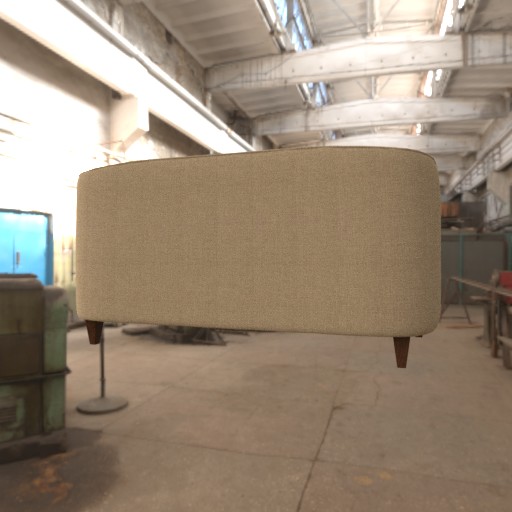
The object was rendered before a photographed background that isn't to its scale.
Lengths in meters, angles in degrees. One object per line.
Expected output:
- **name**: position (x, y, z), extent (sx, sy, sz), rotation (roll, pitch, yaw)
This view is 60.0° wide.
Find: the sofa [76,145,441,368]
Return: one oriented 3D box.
- **sofa**: position (0.000, 0.000, 2.263), extent (1.733, 0.855, 0.941), rotation (0, 0, 19)
